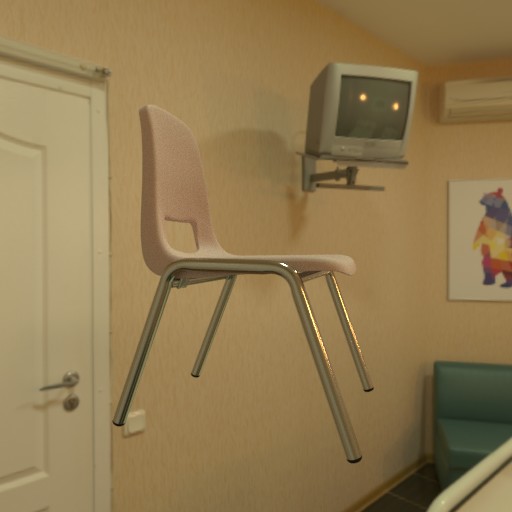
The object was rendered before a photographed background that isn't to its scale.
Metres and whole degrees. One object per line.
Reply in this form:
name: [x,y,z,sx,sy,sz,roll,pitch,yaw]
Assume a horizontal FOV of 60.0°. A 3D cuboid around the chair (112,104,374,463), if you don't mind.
chair: [0.000,0.000,0.850,0.423,0.586,0.354,0,1,18]
